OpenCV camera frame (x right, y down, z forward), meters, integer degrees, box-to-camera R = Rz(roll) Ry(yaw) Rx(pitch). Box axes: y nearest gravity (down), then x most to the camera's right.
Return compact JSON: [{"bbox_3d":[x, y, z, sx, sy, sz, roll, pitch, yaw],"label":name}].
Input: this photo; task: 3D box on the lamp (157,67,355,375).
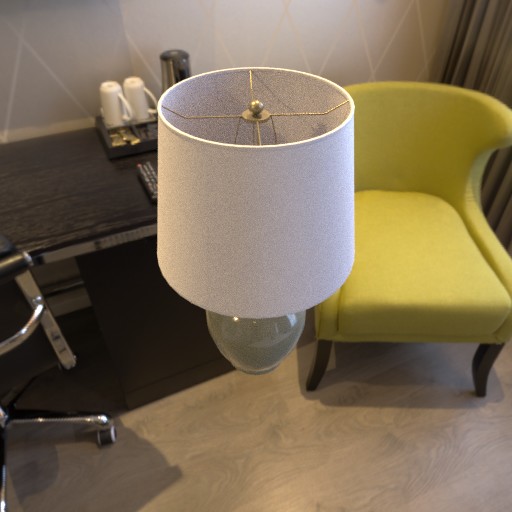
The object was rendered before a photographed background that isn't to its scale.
[{"bbox_3d":[0.000,0.000,0.559,0.239,0.399,0.239,0,41,0],"label":"lamp"}]
